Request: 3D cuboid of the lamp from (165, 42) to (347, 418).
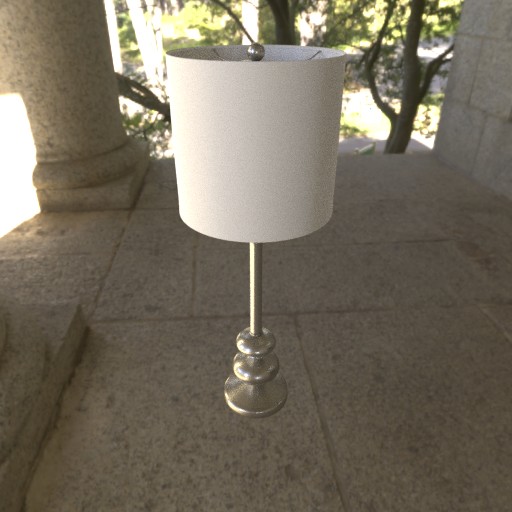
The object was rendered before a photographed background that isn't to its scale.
[{"bbox_3d":[0.000,0.000,0.792,0.254,0.690,0.254,-19,34,-29],"label":"lamp"}]
